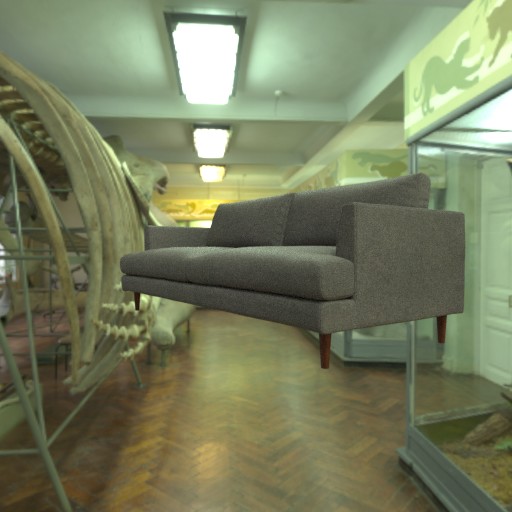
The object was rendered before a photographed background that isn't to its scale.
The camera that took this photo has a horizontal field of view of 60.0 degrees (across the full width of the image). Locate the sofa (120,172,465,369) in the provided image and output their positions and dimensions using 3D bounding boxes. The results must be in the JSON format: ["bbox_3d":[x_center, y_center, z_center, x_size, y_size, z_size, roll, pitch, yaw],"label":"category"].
[{"bbox_3d":[0.000,0.000,2.847,1.020,0.868,2.250,-1,1,-36],"label":"sofa"}]
